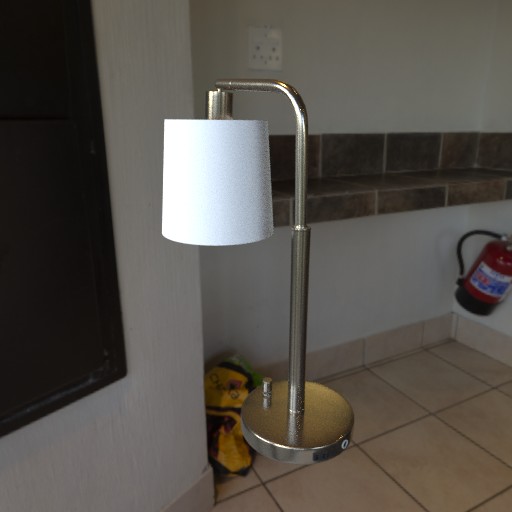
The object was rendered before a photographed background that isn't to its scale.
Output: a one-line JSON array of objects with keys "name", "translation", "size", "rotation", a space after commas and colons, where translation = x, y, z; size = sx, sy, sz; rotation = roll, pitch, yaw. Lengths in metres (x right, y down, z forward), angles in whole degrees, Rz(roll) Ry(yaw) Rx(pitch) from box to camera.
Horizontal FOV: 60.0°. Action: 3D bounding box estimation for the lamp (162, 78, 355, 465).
[{"name": "lamp", "translation": [0.000, 0.000, 0.643], "size": [0.333, 0.489, 0.171], "rotation": [15, 22, 41]}]
